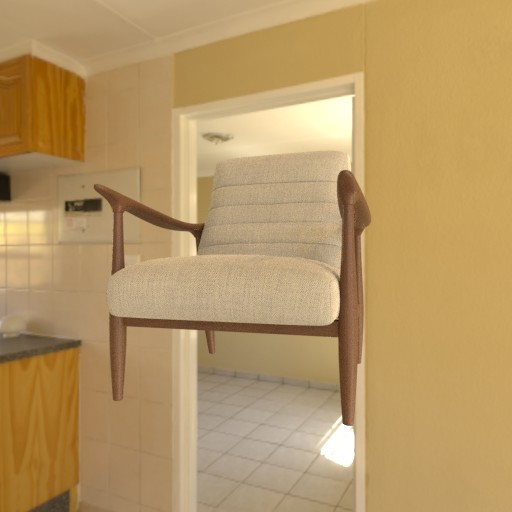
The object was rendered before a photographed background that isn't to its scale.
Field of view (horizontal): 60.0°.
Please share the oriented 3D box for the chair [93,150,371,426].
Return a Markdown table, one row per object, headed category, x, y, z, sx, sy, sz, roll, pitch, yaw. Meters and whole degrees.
| category | x | y | z | sx | sy | sz | roll | pitch | yaw |
| --- | --- | --- | --- | --- | --- | --- | --- | --- | --- |
| chair | 0.000 | 0.000 | 1.471 | 0.741 | 0.832 | 0.798 | 0 | 0 | 17 |
